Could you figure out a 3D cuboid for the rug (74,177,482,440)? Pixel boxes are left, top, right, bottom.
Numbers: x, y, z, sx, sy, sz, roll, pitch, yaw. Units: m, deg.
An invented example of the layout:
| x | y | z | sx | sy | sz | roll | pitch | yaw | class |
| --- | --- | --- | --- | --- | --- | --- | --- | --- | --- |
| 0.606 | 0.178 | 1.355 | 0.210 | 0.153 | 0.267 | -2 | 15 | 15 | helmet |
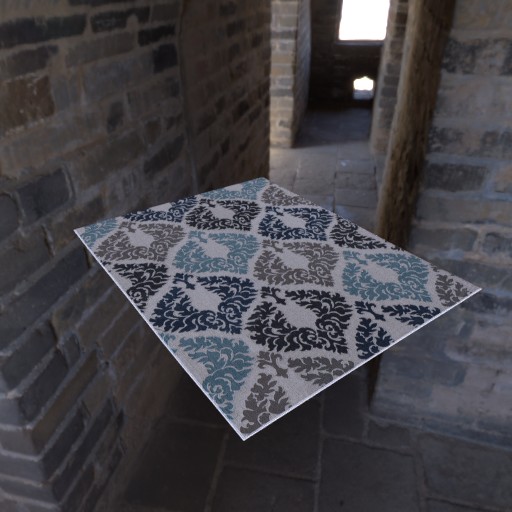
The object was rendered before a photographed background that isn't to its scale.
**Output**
| x | y | z | sx | sy | sz | roll | pitch | yaw | class |
| --- | --- | --- | --- | --- | --- | --- | --- | --- | --- |
| 0.000 | 0.000 | 4.107 | 2.423 | 0.014 | 3.040 | -21 | 38 | -30 | rug |
